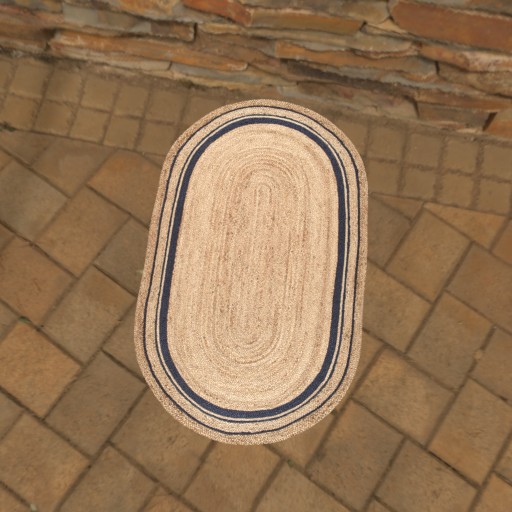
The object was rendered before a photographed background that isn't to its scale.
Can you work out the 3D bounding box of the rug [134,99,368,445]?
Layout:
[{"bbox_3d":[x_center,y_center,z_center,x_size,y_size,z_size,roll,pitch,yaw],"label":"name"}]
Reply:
[{"bbox_3d":[0.000,0.000,3.050,1.520,0.006,2.432,6,76,1],"label":"rug"}]
